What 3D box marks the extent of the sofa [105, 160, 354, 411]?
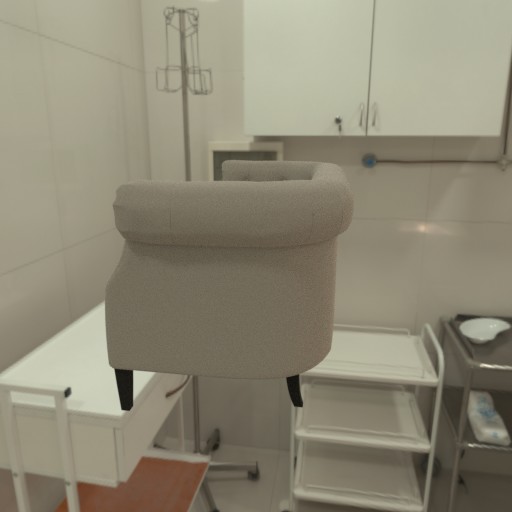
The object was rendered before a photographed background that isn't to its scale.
[{"bbox_3d":[0.000,0.000,2.090,0.835,0.827,1.558,2,15,9],"label":"sofa"}]
